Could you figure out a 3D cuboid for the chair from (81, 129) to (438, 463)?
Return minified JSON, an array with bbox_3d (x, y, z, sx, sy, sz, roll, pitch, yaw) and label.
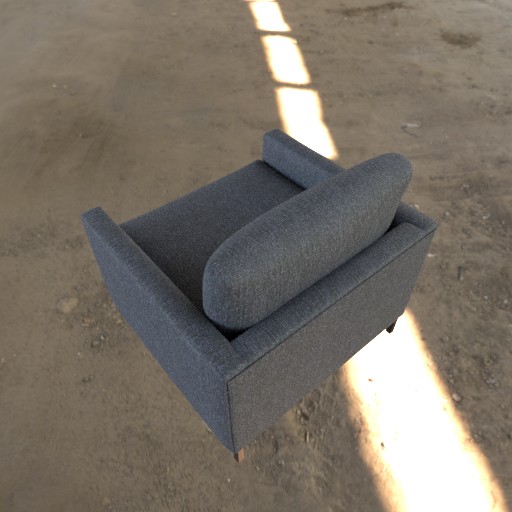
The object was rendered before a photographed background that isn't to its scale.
[{"bbox_3d":[0.000,0.000,1.675,0.963,0.861,0.866,-31,53,-27],"label":"chair"}]
